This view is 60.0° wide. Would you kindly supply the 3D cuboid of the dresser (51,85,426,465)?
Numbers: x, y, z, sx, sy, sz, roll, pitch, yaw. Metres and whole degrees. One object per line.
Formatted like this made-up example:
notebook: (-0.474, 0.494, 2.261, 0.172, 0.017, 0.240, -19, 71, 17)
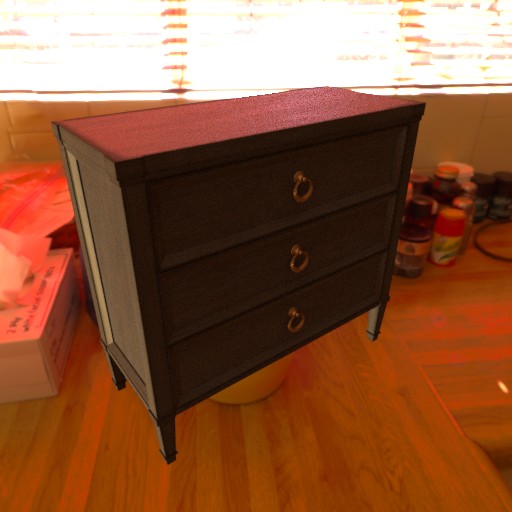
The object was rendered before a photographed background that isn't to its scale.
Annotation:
dresser: (0.000, 0.000, 1.561, 1.049, 0.986, 0.463, -20, 35, -32)
